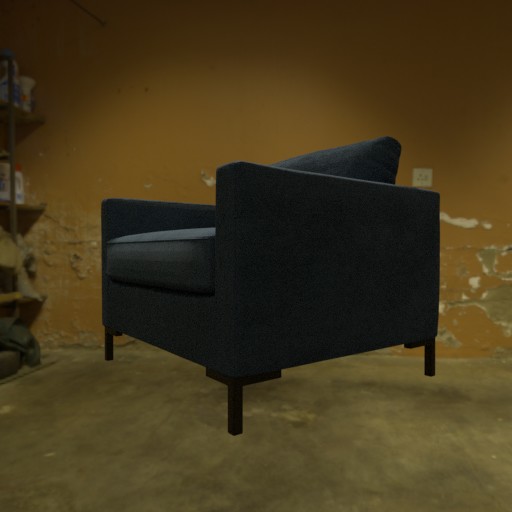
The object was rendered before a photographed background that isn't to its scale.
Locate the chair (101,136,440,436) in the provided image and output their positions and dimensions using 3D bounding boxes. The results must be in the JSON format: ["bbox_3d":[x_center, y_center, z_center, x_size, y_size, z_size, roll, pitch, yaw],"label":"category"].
[{"bbox_3d":[0.000,0.000,1.607,0.875,0.812,0.964,0,1,-37],"label":"chair"}]
